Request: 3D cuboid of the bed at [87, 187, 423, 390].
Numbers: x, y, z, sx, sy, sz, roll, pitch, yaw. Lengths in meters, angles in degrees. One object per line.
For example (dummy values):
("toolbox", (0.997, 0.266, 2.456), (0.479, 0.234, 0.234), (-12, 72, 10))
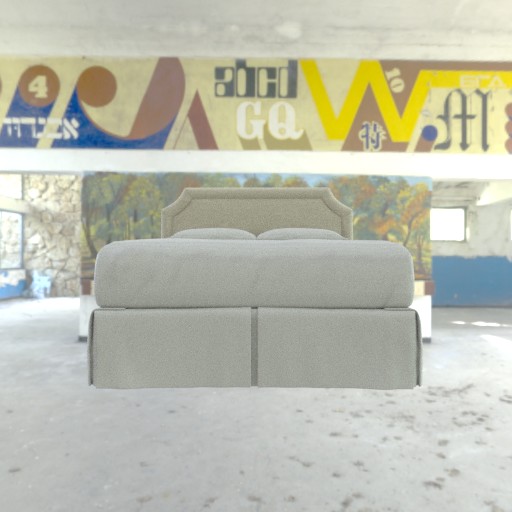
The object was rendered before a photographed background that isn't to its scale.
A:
("bed", (0.000, 0.000, 3.200), (1.828, 1.297, 2.164), (0, 0, 0))
